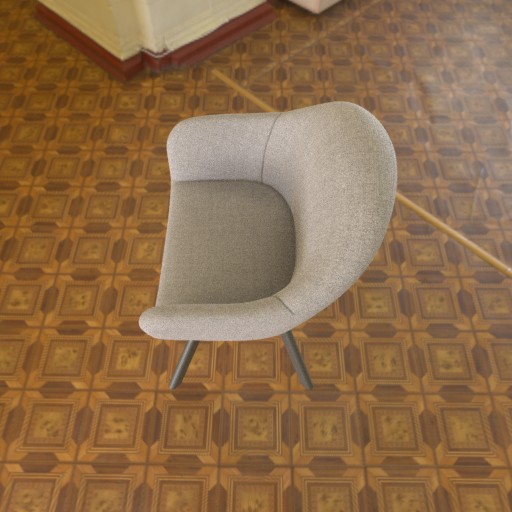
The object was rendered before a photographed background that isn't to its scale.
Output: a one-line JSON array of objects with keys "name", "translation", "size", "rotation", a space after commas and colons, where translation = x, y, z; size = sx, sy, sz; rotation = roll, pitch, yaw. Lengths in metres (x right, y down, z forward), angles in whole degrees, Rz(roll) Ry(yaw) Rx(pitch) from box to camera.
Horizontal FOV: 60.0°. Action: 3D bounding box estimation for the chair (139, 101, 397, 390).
[{"name": "chair", "translation": [0.000, 0.000, 1.189], "size": [0.550, 0.795, 0.590], "rotation": [0, 58, 0]}]
